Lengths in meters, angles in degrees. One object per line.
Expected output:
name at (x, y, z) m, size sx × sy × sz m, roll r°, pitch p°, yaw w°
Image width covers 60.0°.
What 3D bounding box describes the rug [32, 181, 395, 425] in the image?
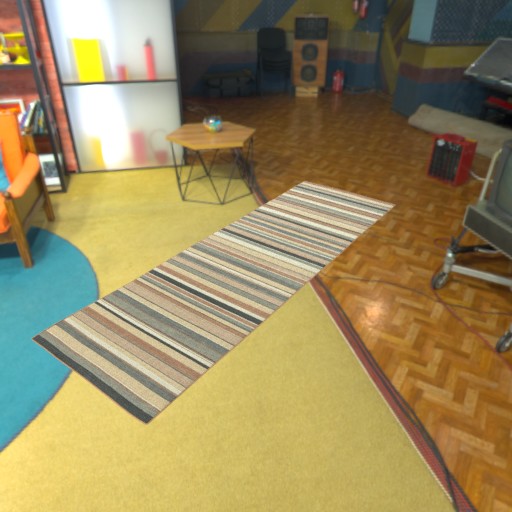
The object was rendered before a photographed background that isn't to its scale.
rug at (0.000, 0.000, 2.687) m, size 0.799 × 0.010 × 2.444 m, roll 21°, pitch 37°, yaw 31°
